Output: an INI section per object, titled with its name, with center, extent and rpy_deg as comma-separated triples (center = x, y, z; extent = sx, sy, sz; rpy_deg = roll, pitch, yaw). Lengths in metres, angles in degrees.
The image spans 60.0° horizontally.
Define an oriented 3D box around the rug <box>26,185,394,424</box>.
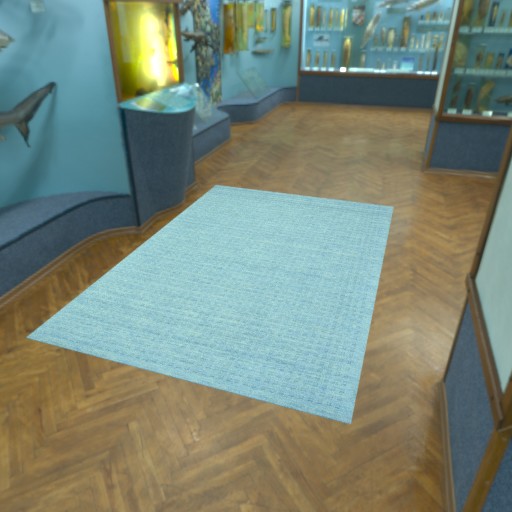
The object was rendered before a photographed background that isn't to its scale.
[rug]
center = 0.000, 0.000, 3.636
extent = 1.982, 0.006, 2.895
rpy_deg = 10, 30, 17
